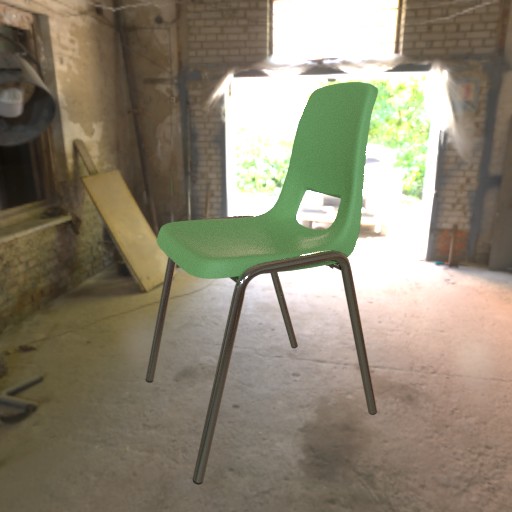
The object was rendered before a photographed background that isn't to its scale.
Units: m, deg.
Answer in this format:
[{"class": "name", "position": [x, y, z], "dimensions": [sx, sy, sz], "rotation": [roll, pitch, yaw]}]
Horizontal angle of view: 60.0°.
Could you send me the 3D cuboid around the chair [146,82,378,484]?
[{"class": "chair", "position": [0.000, 0.000, 0.944], "dimensions": [0.436, 0.704, 0.381], "rotation": [-8, 19, -25]}]
